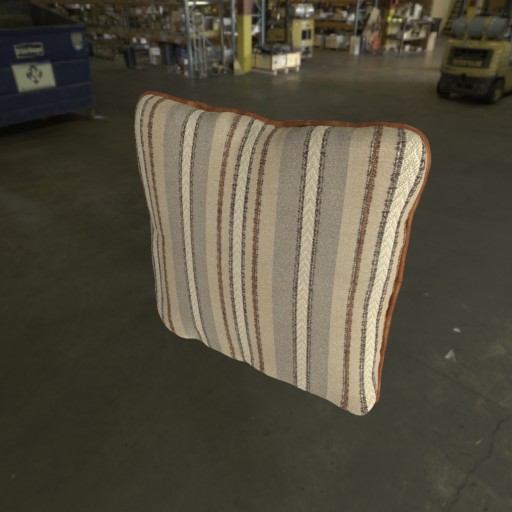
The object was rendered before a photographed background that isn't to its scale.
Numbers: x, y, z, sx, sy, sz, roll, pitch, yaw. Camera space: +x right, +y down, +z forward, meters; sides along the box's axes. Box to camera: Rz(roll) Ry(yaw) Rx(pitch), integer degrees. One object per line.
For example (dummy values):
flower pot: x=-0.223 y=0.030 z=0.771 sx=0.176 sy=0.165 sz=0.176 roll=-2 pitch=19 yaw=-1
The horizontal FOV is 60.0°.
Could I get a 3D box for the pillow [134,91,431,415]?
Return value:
pillow: x=0.000 y=0.000 z=0.747 sx=0.489 sy=0.490 sz=0.130 roll=18 pitch=35 yaw=27
